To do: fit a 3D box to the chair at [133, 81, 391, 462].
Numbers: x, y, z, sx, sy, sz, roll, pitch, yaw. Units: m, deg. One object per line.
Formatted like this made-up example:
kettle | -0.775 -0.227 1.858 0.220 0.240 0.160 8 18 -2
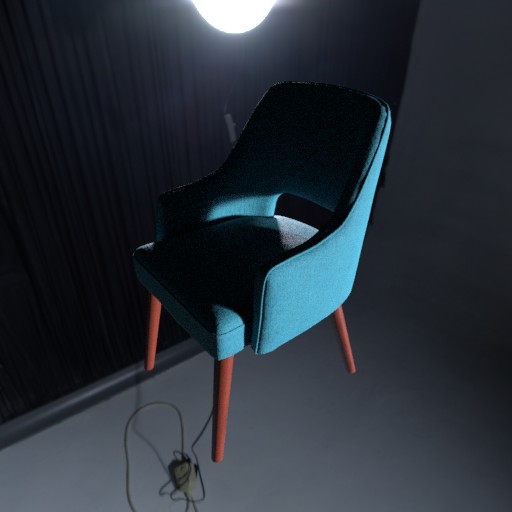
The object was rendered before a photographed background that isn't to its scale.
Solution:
chair | 0.000 0.000 1.255 0.605 0.849 0.548 -21 37 -31
